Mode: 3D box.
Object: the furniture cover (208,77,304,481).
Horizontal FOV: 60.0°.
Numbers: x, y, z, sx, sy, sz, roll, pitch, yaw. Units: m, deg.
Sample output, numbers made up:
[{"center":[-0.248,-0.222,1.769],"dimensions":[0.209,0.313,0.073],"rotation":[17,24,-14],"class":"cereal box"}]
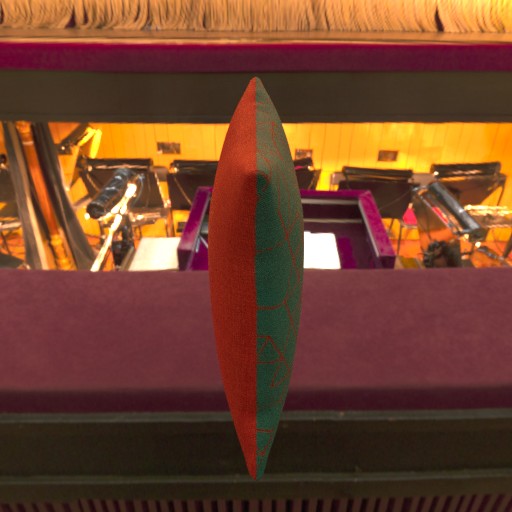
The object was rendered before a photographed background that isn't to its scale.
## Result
[{"center":[0.000,0.000,0.776],"dimensions":[0.158,0.508,0.517],"rotation":[0,32,0],"class":"furniture cover"}]
